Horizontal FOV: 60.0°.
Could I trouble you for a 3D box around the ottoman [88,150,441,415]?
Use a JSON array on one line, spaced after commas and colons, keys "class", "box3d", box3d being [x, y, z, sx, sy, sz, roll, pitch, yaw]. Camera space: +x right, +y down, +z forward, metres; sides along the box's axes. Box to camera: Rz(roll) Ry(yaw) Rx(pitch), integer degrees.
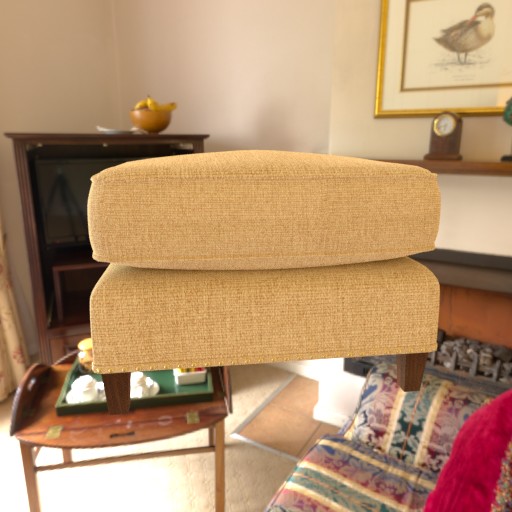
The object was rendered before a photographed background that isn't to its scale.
[{"class": "ottoman", "box3d": [0.000, 0.000, 1.152, 0.738, 0.537, 0.589, -2, 14, -8]}]
